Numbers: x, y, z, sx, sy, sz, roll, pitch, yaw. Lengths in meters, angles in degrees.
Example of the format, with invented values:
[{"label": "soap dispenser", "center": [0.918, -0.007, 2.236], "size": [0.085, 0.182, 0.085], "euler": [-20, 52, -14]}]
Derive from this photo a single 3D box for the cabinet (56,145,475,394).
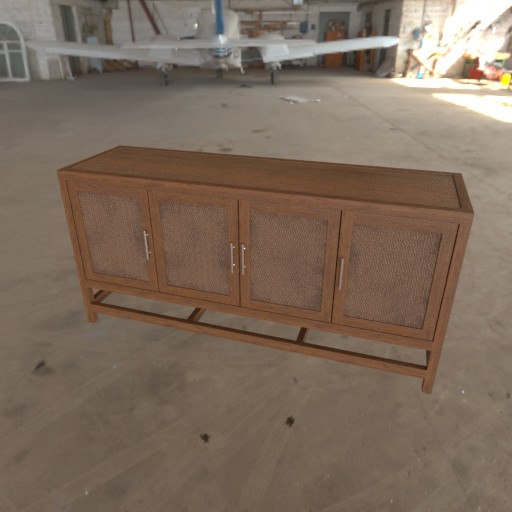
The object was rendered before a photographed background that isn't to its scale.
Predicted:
[{"label": "cabinet", "center": [0.000, 0.000, 2.121], "size": [1.708, 0.820, 0.522], "euler": [8, 28, 16]}]
